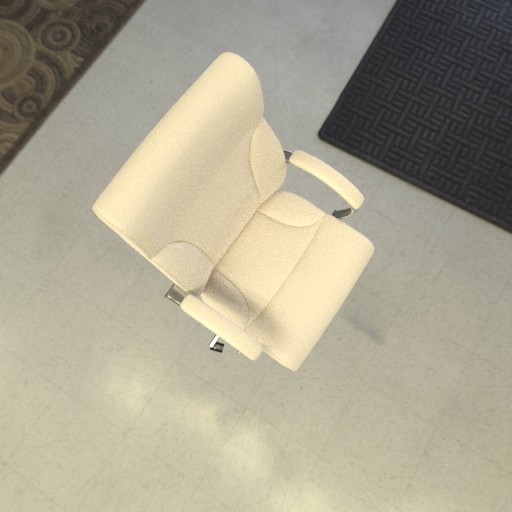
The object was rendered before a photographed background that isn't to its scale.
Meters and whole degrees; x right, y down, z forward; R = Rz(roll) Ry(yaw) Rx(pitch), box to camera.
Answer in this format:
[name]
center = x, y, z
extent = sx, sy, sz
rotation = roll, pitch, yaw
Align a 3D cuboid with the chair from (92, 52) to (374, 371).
[chair]
center = 0.000, 0.000, 1.583
extent = 0.745, 1.099, 0.727
rotation = 34, 77, 9
